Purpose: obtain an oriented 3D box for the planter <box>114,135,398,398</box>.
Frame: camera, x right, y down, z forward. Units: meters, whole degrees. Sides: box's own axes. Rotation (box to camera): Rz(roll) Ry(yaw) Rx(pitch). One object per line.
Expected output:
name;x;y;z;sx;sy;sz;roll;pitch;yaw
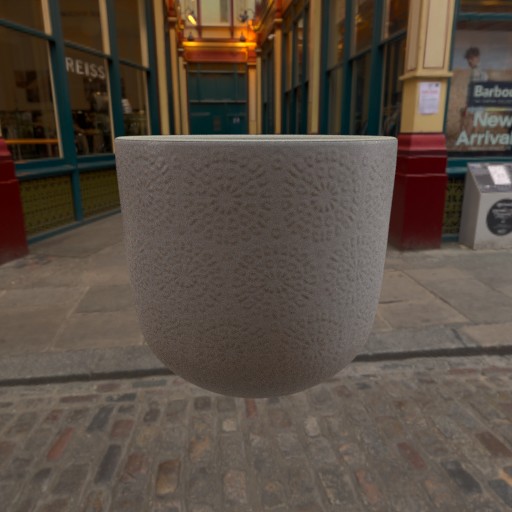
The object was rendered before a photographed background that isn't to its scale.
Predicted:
planter;0.000;0.000;0.365;0.208;0.190;0.208;0;16;0
